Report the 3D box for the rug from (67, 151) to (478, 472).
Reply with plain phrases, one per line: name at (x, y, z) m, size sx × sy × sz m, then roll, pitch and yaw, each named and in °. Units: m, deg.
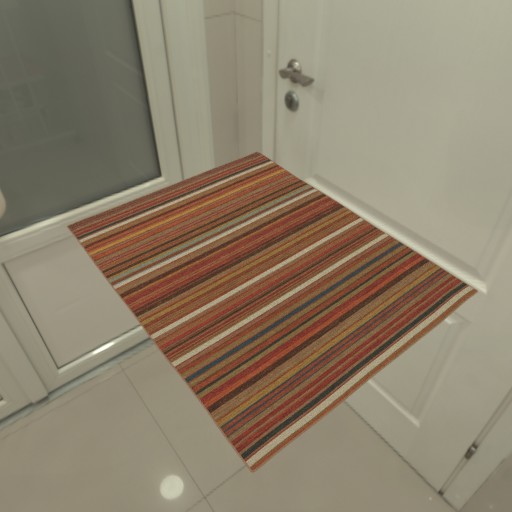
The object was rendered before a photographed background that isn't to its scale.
rug at (0.000, 0.000, 4.152) m, size 2.479 × 0.023 × 3.092 m, roll -28°, pitch 49°, yaw -27°
